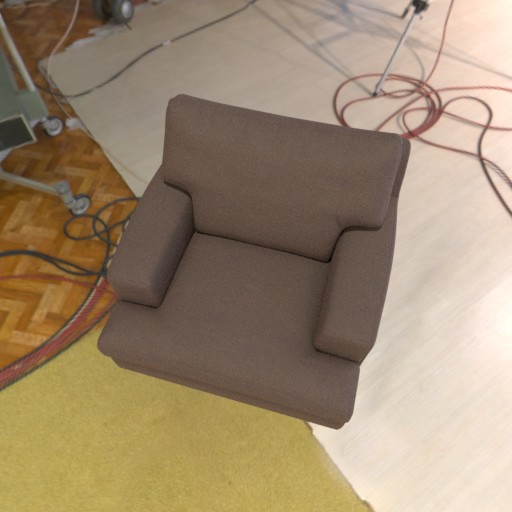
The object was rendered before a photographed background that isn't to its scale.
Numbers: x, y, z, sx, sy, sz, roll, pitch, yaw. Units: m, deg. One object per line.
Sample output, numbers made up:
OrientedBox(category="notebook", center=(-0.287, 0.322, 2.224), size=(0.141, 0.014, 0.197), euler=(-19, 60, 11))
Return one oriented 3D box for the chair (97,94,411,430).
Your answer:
OrientedBox(category="chair", center=(0.000, 0.000, 1.996), size=(1.168, 0.940, 1.143), euler=(13, 58, 8))
